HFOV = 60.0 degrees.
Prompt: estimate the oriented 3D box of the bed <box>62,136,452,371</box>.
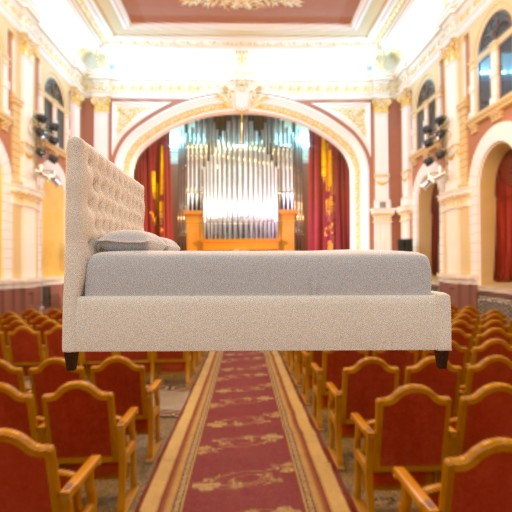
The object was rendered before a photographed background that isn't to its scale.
[{"bbox_3d":[0.000,0.000,3.540,2.387,1.427,1.698,0,-1,-1],"label":"bed"}]
